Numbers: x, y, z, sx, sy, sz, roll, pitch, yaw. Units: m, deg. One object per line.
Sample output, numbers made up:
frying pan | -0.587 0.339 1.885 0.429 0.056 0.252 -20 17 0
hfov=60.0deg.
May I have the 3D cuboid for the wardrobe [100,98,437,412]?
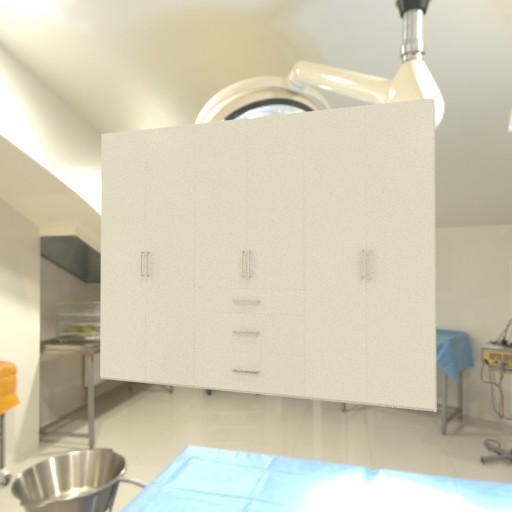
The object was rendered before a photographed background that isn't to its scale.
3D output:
wardrobe | 0.000 0.000 4.024 3.000 2.360 0.580 0 -1 18
